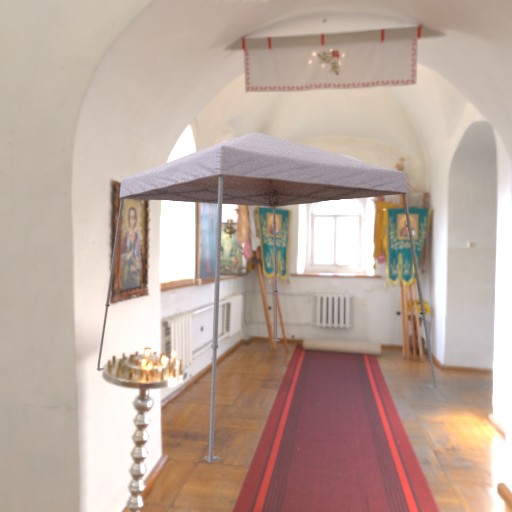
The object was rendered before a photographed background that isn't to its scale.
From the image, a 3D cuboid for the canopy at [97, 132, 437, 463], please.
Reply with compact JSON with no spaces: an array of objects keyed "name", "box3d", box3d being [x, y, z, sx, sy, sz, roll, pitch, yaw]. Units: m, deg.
[{"name":"canopy","box3d":[0.000,0.000,5.138,2.850,2.850,2.849,-1,3,-35]}]
